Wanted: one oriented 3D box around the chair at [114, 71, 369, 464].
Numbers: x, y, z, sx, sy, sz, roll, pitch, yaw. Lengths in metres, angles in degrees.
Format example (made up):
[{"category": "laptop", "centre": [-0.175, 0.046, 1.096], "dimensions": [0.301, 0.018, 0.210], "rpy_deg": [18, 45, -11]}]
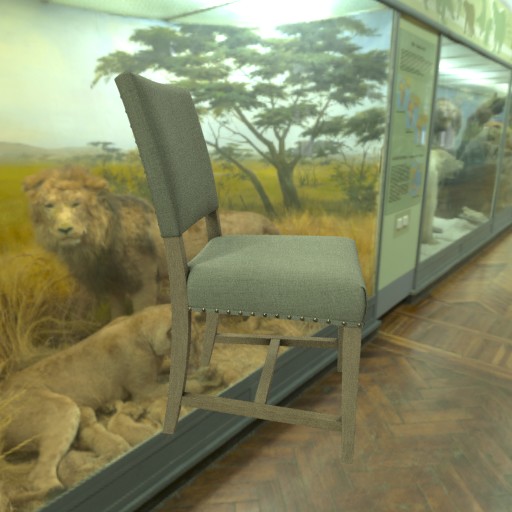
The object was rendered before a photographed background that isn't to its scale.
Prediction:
[{"category": "chair", "centre": [0.000, 0.000, 1.324], "dimensions": [0.622, 0.986, 0.508], "rpy_deg": [3, 16, 9]}]
